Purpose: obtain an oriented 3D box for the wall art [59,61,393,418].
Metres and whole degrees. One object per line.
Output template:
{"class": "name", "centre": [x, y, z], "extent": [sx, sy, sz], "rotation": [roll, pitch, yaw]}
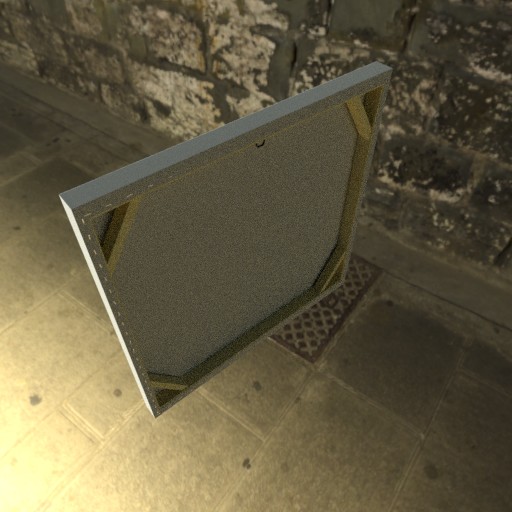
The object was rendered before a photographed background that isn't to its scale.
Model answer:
{"class": "wall art", "centre": [0.000, 0.000, 0.901], "extent": [0.610, 0.610, 0.038], "rotation": [-31, 54, -26]}
